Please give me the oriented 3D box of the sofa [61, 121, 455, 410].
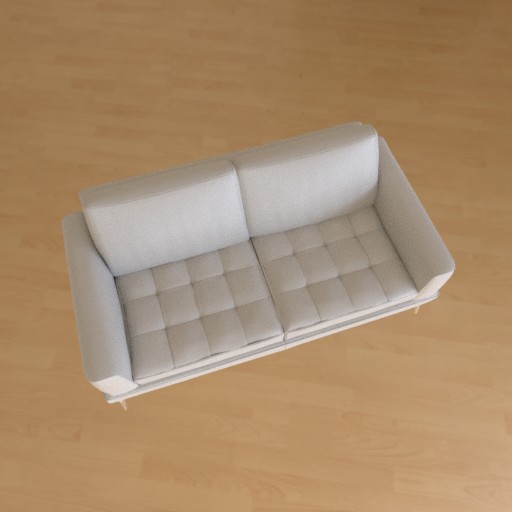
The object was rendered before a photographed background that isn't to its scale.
[{"bbox_3d":[0.000,0.000,2.742,2.177,0.930,1.121,-16,64,-8],"label":"sofa"}]
